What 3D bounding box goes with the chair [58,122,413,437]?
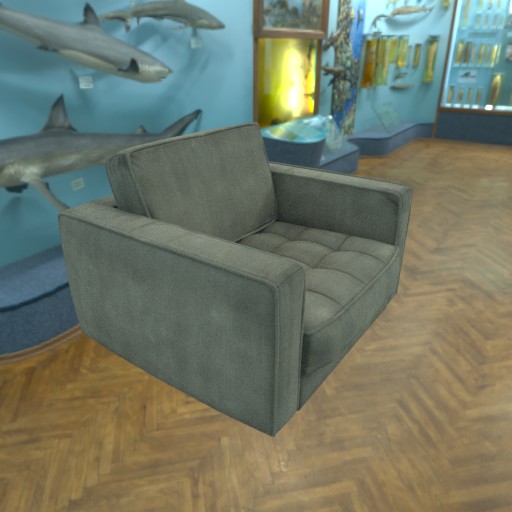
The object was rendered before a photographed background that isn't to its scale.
[{"bbox_3d":[0.000,0.000,1.498,0.843,0.773,0.928,17,30,32],"label":"chair"}]
